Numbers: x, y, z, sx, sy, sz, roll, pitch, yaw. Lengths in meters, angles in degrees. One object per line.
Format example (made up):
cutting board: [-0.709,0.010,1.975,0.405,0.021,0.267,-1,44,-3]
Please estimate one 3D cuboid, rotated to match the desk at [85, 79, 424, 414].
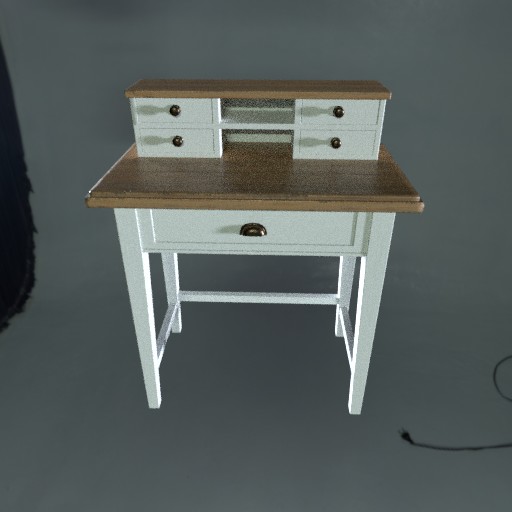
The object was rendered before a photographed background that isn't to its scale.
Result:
desk: [0.000,0.000,1.405,0.814,0.981,0.462,1,31,2]
